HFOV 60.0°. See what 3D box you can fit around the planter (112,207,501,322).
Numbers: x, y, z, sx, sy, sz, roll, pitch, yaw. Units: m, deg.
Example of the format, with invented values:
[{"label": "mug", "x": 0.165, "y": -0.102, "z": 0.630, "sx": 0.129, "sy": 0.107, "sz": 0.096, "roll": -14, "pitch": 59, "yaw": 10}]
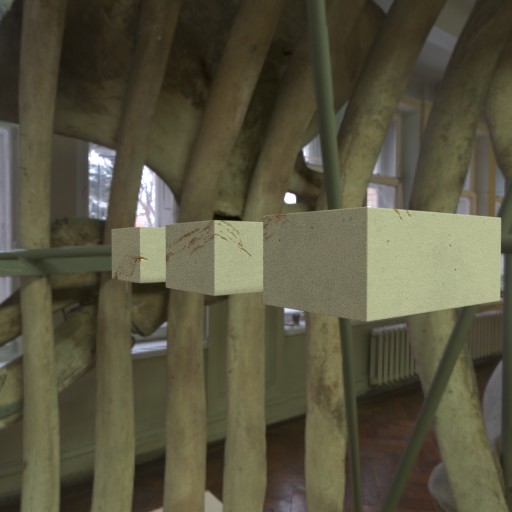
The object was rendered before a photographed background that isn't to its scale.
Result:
[{"label": "planter", "x": 0.000, "y": 0.000, "z": 0.368, "sx": 0.127, "sy": 0.051, "sz": 0.333, "roll": -1, "pitch": 2, "yaw": -37}]
